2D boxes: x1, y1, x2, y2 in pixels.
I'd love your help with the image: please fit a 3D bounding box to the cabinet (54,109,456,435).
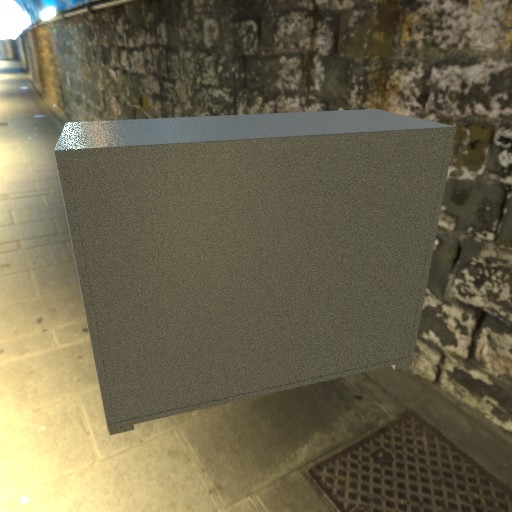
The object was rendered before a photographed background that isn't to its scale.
[{"bbox_3d":[0.000,0.000,1.390,1.000,0.800,0.400,-8,26,-16],"label":"cabinet"}]
